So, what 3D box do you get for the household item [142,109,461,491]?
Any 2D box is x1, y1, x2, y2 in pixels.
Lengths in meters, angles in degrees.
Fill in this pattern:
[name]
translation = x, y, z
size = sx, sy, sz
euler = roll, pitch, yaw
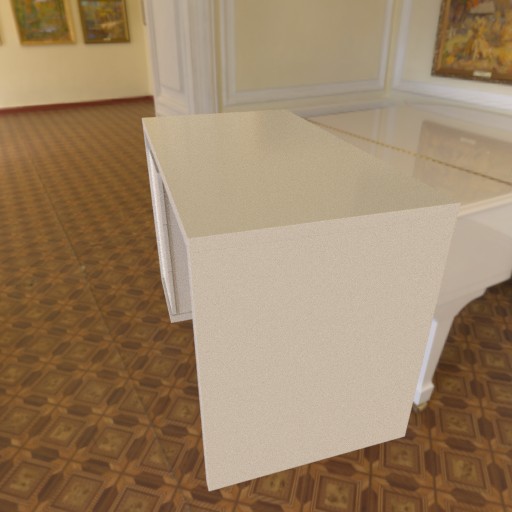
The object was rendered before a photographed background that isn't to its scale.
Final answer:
[household item]
translation = 0.000, 0.000, 1.529
size = 0.597, 0.749, 1.100
euler = -8, 30, -15
